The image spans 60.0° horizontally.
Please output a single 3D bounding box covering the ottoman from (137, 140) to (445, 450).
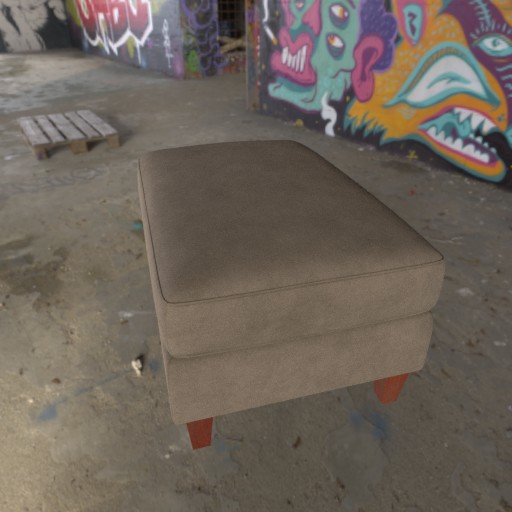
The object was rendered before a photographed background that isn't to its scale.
[{"bbox_3d":[0.000,0.000,1.240,0.584,0.483,0.864,-8,31,-14],"label":"ottoman"}]
